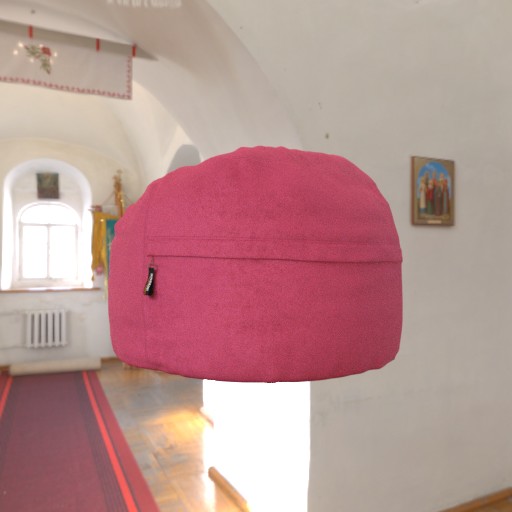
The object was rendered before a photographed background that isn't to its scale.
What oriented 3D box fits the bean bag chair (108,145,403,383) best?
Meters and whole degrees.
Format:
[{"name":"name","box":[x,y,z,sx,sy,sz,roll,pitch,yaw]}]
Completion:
[{"name":"bean bag chair","box":[0.000,0.000,1.937,1.218,0.788,1.218,0,1,0]}]
